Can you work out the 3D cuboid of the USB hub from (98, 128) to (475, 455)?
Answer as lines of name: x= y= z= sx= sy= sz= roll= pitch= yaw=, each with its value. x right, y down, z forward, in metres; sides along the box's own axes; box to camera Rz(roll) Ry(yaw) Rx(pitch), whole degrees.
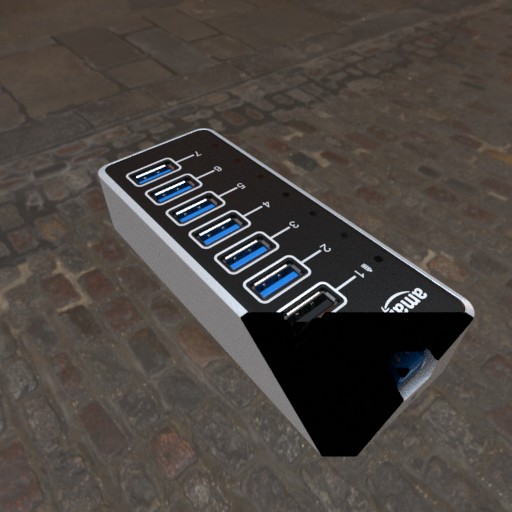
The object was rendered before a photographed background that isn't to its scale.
USB hub: x=0.000 y=0.000 z=0.129 sx=0.044 sy=0.023 sz=0.110 roll=-30 pitch=52 yaw=-27
